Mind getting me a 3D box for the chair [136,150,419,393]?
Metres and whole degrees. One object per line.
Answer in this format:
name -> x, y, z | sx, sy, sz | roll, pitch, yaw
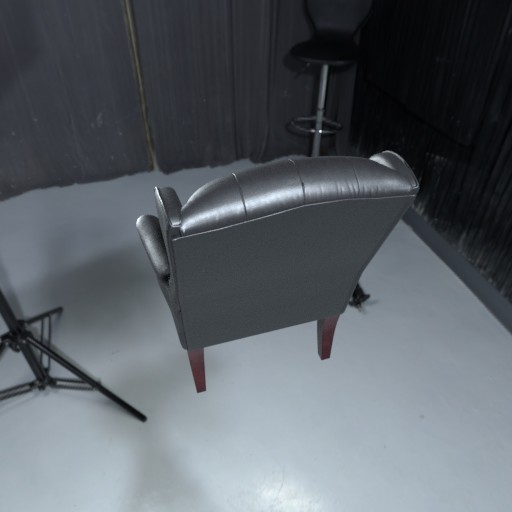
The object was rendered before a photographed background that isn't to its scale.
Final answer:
chair -> 0.000, 0.000, 1.695 | 0.831, 1.133, 0.822 | -11, 42, -13
